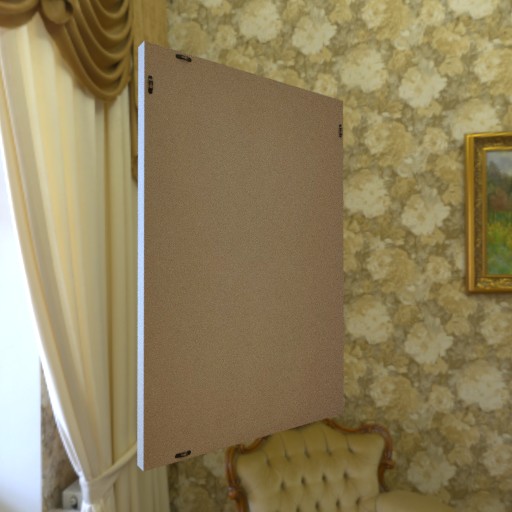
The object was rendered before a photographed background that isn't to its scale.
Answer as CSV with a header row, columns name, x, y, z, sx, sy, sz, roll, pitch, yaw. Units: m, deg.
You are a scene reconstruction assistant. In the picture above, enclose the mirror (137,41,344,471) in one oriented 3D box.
name,x,y,z,sx,sy,sz,roll,pitch,yaw
mirror,0.000,0.000,1.131,0.609,0.915,0.040,0,-1,-36
